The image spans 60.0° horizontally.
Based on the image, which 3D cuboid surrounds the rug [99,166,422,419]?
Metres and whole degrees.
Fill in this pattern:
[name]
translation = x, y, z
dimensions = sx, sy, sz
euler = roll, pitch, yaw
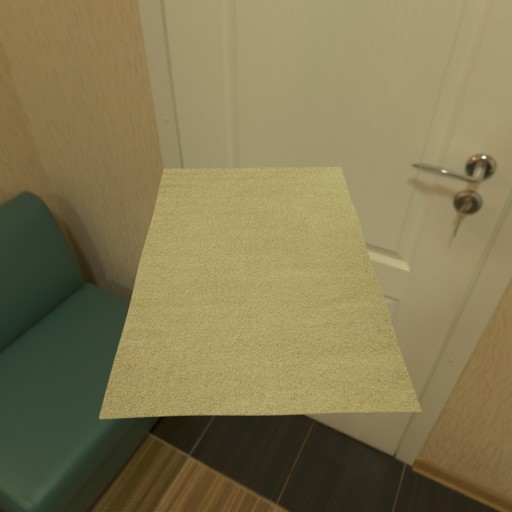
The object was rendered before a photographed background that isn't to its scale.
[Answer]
[rug]
translation = 0.000, 0.000, 3.487
dimensions = 1.800, 0.025, 2.699
euler = -1, 41, -1
